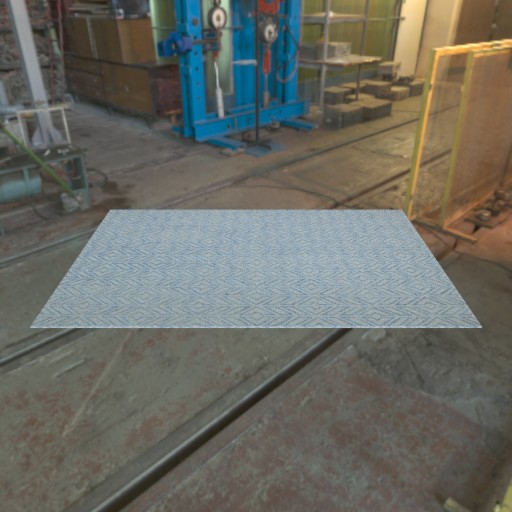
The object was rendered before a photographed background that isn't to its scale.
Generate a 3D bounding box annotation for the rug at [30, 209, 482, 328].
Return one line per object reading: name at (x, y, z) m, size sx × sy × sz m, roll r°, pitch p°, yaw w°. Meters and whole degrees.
rug at (0.000, 0.000, 3.053) m, size 2.441 × 0.008 × 1.526 m, roll 0°, pitch 30°, yaw 0°
